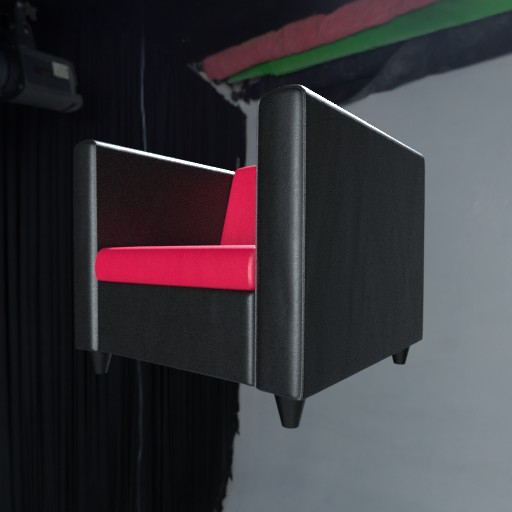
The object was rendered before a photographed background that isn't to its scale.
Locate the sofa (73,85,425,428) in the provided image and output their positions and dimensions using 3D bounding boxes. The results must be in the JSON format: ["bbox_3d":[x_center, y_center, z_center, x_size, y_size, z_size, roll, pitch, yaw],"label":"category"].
[{"bbox_3d":[0.000,0.000,1.436,0.839,0.724,0.809,0,0,37],"label":"sofa"}]
